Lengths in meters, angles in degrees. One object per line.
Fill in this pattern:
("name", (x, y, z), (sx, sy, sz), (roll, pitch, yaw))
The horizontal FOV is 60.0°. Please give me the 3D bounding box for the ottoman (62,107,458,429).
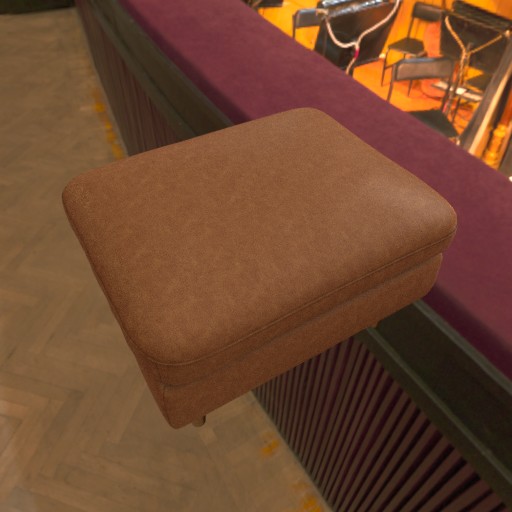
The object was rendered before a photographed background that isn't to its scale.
("ottoman", (0.000, 0.000, 1.113), (0.747, 0.478, 0.593), (-24, 51, -21))
